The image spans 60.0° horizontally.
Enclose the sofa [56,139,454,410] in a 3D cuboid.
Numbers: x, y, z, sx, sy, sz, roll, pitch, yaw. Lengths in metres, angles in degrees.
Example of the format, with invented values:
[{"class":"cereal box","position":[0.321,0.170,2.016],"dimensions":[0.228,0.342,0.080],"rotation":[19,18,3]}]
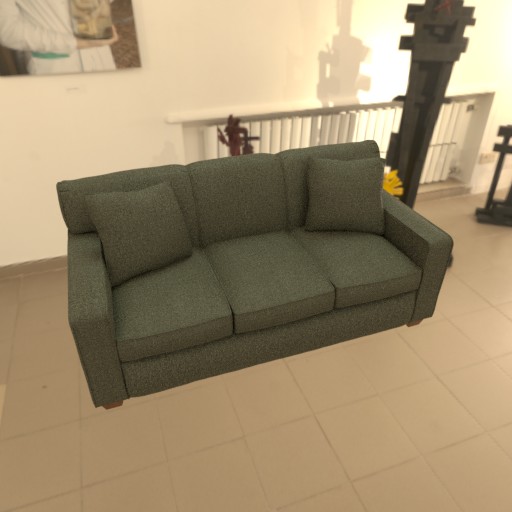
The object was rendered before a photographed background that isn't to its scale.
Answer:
[{"class":"sofa","position":[0.000,0.000,2.596],"dimensions":[2.024,0.958,0.997],"rotation":[-11,35,-17]}]
